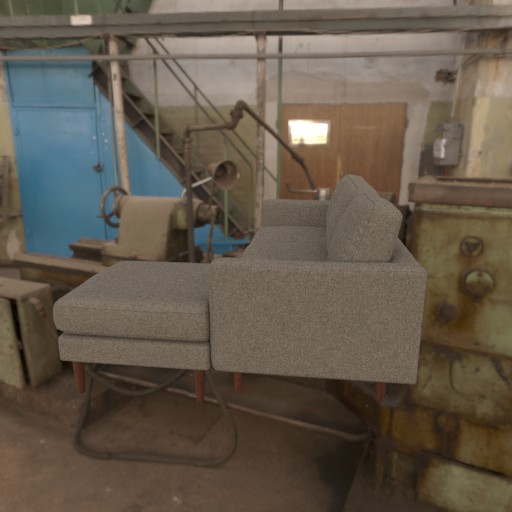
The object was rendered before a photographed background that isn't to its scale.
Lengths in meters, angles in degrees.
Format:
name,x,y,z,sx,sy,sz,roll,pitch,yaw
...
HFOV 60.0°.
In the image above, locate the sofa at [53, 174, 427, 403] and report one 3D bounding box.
name,x,y,z,sx,sy,sz,roll,pitch,yaw
sofa,0.000,0.000,2.912,1.667,0.957,2.055,2,15,7
